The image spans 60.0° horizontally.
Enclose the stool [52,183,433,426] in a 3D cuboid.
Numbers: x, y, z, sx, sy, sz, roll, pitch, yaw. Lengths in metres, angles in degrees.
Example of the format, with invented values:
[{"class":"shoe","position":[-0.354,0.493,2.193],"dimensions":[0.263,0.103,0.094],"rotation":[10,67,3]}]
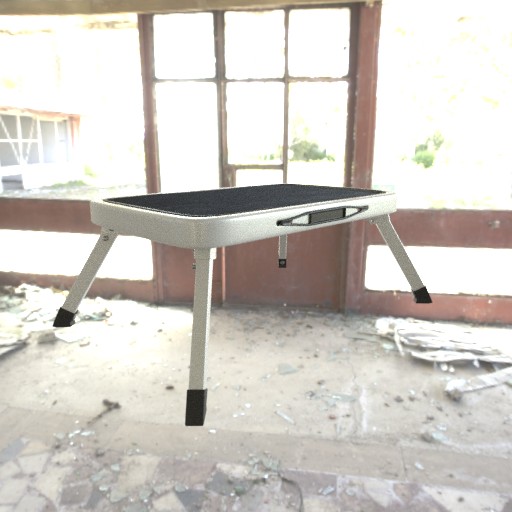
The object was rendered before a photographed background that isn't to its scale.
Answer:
[{"class":"stool","position":[0.000,0.000,0.617],"dimensions":[0.460,0.170,0.320],"rotation":[-13,19,-43]}]
